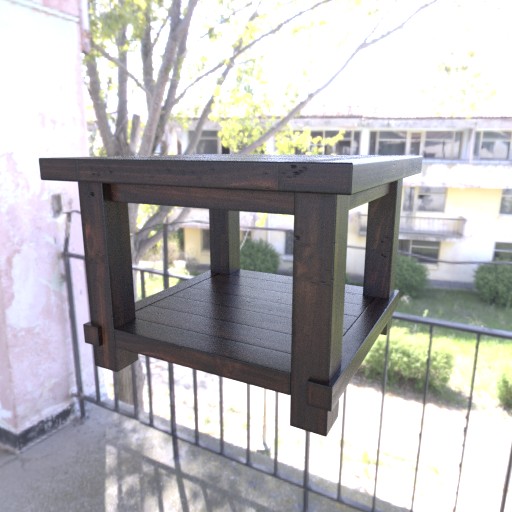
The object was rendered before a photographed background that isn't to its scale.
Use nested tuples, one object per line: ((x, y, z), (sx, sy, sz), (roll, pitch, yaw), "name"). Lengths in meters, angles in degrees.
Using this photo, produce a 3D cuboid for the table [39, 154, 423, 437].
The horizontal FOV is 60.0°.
((0.000, 0.000, 0.998), (0.593, 0.437, 0.606), (7, 15, 27), "table")
